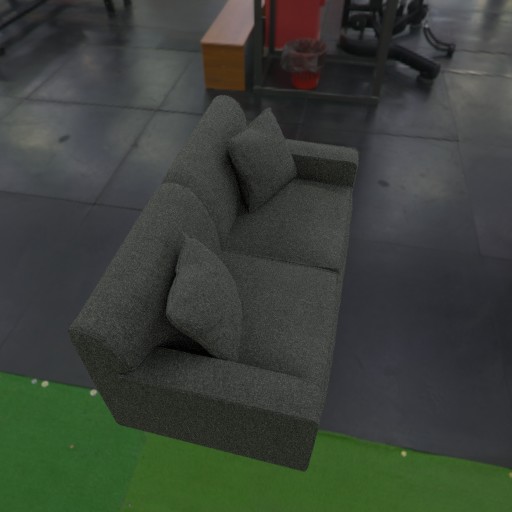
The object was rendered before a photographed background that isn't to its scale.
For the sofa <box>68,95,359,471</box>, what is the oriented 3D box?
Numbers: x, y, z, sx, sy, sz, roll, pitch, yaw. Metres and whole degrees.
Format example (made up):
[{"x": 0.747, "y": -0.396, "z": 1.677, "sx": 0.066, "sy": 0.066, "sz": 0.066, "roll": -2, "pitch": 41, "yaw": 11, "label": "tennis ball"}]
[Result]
[{"x": 0.000, "y": 0.000, "z": 2.429, "sx": 0.998, "sy": 0.958, "sz": 1.846, "roll": 10, "pitch": 48, "yaw": 9, "label": "sofa"}]
